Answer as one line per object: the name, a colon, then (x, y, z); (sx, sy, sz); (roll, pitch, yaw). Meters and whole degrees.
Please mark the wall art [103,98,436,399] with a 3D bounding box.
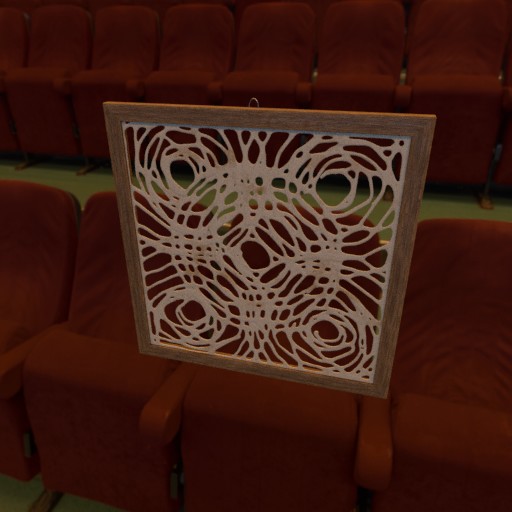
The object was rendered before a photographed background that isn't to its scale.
wall art: (0.000, 0.000, 0.855); (0.561, 0.576, 0.021); (7, 28, 13)
